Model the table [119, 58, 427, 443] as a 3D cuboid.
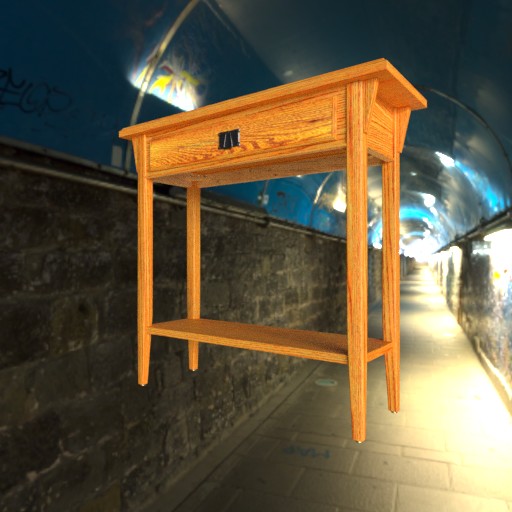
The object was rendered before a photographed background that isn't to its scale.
[{"bbox_3d":[0.000,0.000,1.114,0.762,0.711,0.254,0,0,36],"label":"table"}]
